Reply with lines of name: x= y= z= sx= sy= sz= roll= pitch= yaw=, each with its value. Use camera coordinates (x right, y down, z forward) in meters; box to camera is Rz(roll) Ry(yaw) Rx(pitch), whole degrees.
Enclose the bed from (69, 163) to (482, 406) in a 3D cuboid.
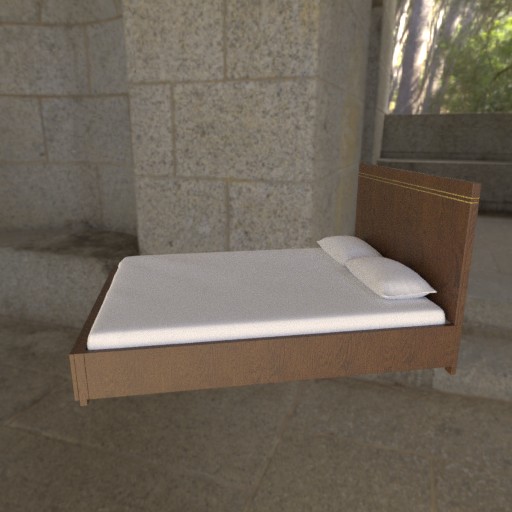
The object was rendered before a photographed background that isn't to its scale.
bed: x=0.000 y=0.000 z=3.158 sx=2.221 sy=1.169 sz=1.613 roll=-3 pitch=16 yaw=-9
